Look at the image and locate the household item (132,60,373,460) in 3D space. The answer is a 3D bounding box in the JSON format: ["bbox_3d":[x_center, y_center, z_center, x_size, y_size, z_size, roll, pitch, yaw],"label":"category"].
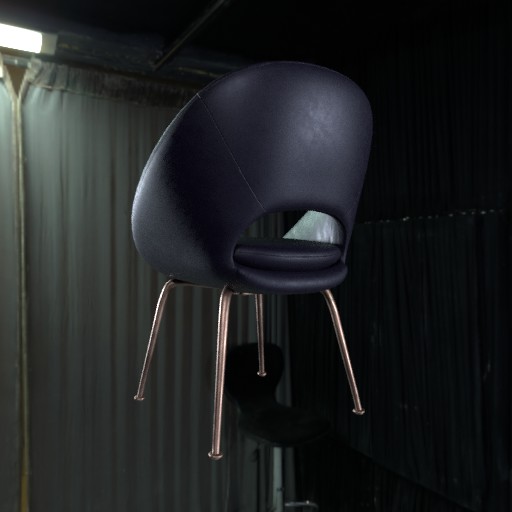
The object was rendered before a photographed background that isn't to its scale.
[{"bbox_3d":[0.000,0.000,1.215,0.623,0.852,0.573,-1,1,-35],"label":"household item"}]
